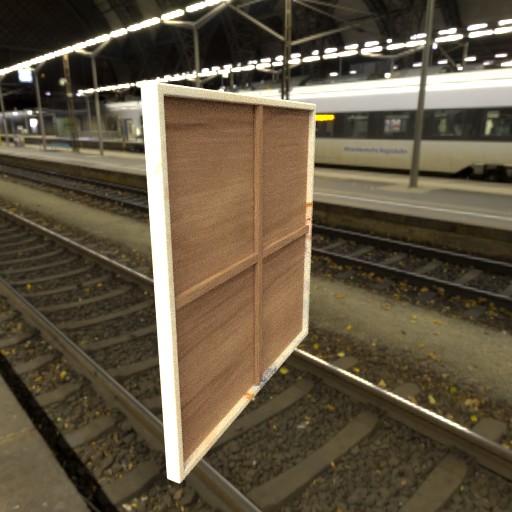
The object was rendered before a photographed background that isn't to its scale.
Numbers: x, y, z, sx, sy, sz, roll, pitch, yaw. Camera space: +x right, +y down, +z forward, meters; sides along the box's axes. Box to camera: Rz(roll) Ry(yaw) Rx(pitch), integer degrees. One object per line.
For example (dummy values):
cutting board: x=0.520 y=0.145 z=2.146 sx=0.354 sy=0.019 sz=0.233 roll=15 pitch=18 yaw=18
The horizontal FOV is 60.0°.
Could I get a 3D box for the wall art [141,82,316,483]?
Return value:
wall art: x=0.000 y=0.000 z=1.316 sx=0.038 sy=0.889 sz=0.889 roll=8 pitch=18 yaw=25
